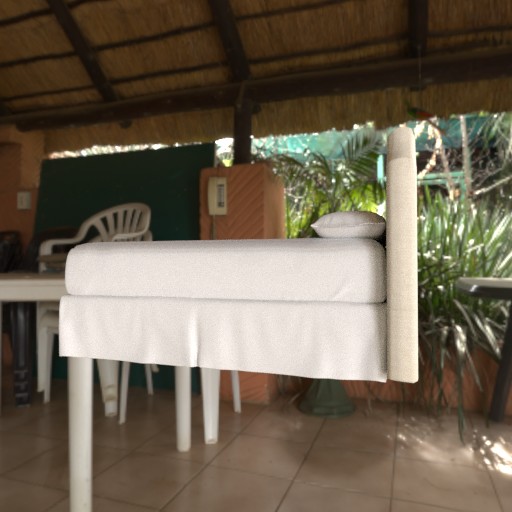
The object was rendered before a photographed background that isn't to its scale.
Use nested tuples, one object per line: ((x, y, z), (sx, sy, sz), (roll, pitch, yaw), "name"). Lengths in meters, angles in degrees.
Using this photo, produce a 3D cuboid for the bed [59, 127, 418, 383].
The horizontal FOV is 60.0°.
((0.000, 0.000, 3.241), (2.164, 1.297, 1.828), (0, -1, 18), "bed")
